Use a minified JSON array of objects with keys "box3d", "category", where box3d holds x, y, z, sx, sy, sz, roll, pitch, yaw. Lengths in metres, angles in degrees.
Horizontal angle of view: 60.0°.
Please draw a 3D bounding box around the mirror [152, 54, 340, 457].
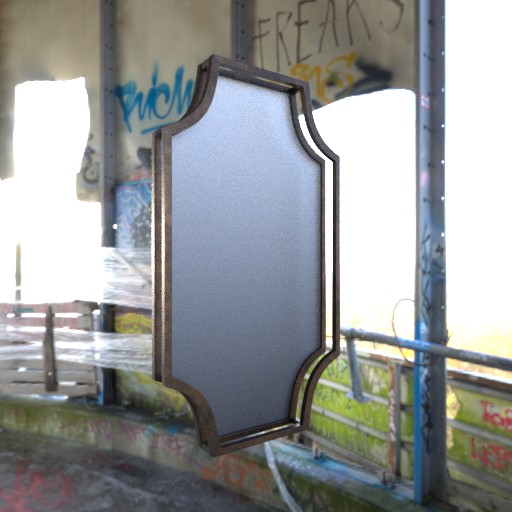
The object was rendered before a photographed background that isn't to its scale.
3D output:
[{"box3d":[0.000,0.000,0.990,0.462,0.811,0.066,0,0,-35],"category":"mirror"}]
